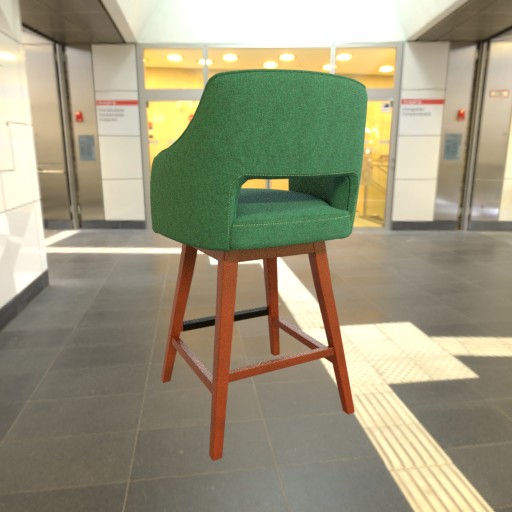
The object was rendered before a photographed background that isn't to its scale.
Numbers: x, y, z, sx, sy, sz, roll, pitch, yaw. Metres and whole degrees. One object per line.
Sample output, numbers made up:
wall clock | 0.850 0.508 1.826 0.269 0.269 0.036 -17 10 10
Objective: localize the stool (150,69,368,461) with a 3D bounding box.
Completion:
stool | 0.000 0.000 1.327 0.548 0.961 0.556 -7 15 -27
